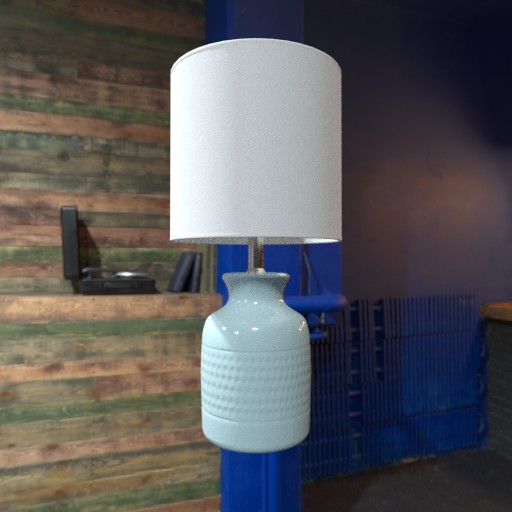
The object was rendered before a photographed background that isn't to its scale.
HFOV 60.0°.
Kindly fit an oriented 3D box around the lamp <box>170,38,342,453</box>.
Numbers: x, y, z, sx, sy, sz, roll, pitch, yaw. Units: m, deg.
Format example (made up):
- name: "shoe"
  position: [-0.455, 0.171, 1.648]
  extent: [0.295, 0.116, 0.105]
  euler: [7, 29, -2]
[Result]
- name: "lamp"
  position: [0.000, 0.000, 1.096]
  extent: [0.418, 0.871, 0.418]
  euler: [0, -1, -18]
